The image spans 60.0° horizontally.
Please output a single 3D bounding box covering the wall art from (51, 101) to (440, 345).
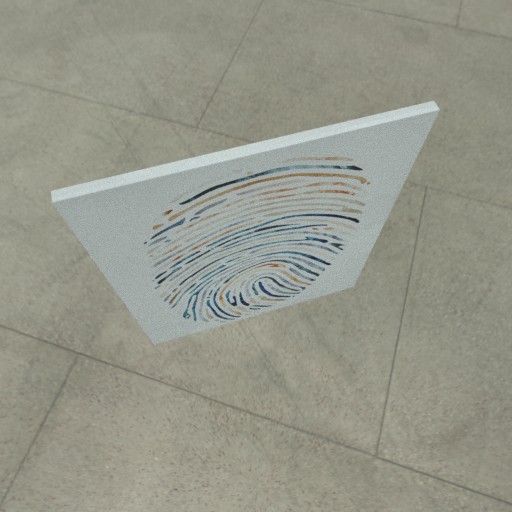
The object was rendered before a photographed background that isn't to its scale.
[{"bbox_3d":[0.000,0.000,0.987,0.609,0.710,0.021,-15,64,-8],"label":"wall art"}]
